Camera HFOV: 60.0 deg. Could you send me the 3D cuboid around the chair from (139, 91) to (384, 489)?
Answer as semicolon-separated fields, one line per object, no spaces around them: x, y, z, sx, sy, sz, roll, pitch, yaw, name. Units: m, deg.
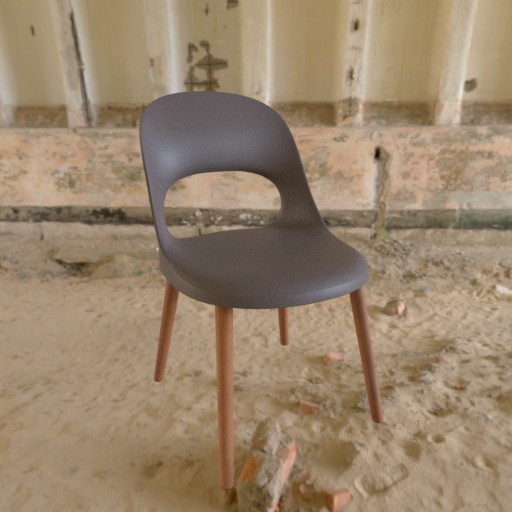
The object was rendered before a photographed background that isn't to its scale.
0.000;0.000;1.106;0.470;0.794;0.556;-10;20;-28;chair
